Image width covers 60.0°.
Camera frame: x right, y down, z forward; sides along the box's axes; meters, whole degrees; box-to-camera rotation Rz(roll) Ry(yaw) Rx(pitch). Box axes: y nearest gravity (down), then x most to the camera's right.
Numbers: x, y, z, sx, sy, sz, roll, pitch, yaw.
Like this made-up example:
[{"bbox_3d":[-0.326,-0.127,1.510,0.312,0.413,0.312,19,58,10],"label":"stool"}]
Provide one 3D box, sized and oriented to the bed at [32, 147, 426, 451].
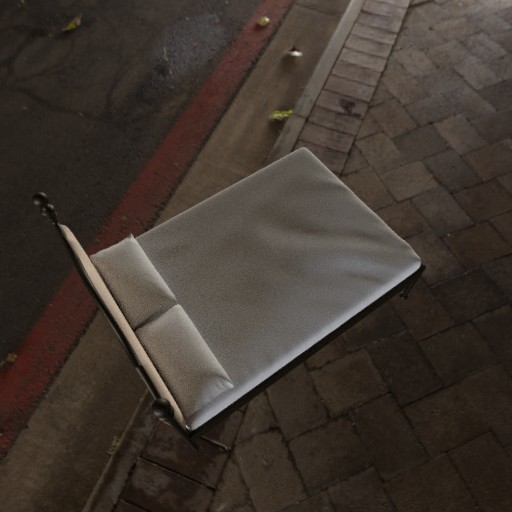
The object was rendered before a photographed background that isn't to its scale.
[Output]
[{"bbox_3d":[0.000,0.000,3.196,2.170,1.462,1.533,-32,65,-17],"label":"bed"}]
